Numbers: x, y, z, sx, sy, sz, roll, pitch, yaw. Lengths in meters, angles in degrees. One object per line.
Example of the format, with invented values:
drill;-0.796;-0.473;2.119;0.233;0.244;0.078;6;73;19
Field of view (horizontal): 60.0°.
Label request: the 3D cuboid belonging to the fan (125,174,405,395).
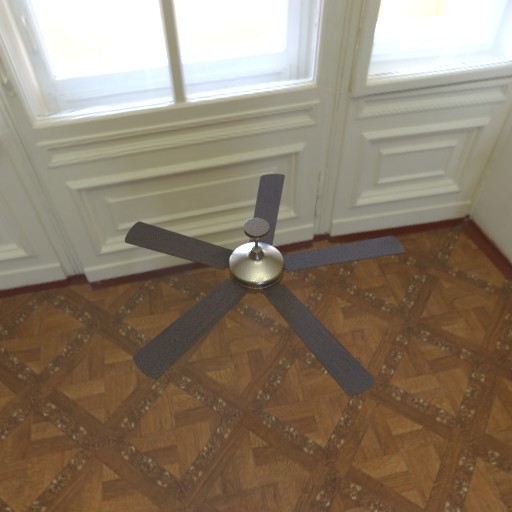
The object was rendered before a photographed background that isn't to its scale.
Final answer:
fan;0.000;0.000;1.946;1.321;0.356;1.321;24;52;21
